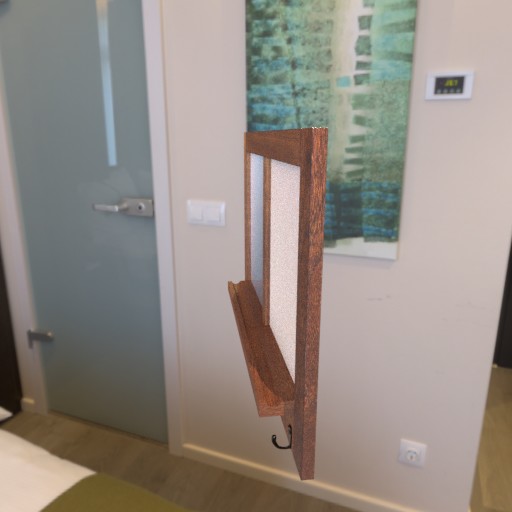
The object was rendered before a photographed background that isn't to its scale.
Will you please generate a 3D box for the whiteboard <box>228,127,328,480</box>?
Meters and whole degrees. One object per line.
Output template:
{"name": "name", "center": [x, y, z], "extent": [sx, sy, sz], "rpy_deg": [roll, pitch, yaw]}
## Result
{"name": "whiteboard", "center": [0.000, 0.000, 1.028], "extent": [0.083, 0.559, 0.783], "rpy_deg": [-2, 15, -8]}
